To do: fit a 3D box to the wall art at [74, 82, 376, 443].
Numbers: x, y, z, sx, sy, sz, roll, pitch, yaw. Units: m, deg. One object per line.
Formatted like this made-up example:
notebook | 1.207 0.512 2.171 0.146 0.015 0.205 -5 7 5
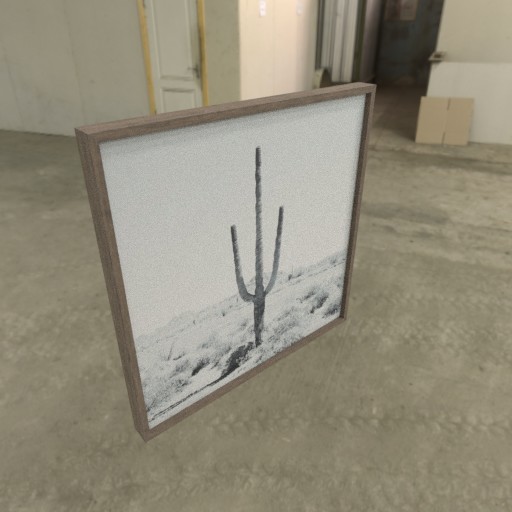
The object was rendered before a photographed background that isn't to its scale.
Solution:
wall art | 0.000 0.000 0.759 0.508 0.508 0.038 -23 37 -34
